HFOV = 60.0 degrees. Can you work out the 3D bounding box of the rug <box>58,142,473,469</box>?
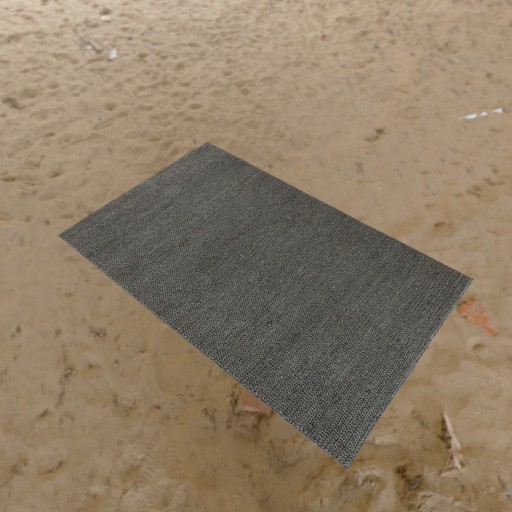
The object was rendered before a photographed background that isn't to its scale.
[{"bbox_3d":[0.000,0.000,3.041,2.443,0.021,1.538,32,56,26],"label":"rug"}]
